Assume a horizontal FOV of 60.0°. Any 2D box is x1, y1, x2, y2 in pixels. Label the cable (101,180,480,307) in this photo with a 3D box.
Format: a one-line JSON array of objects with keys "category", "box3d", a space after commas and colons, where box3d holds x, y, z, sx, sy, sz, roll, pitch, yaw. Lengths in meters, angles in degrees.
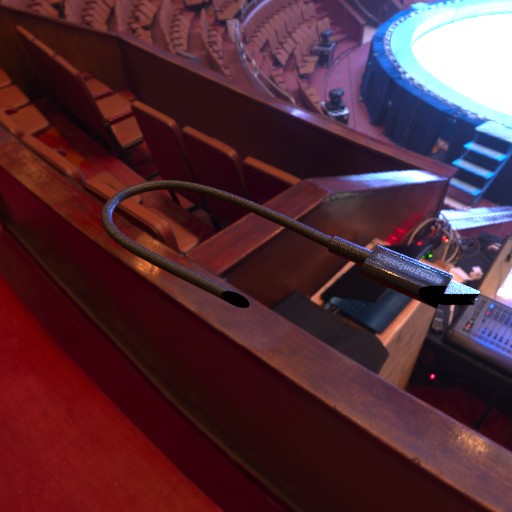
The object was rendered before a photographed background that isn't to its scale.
[{"category": "cable", "box3d": [0.000, 0.000, 0.111, 0.098, 0.005, 0.041, 25, 47, 26]}]
